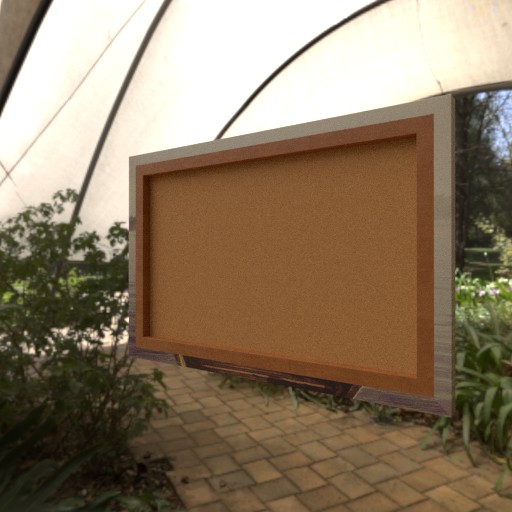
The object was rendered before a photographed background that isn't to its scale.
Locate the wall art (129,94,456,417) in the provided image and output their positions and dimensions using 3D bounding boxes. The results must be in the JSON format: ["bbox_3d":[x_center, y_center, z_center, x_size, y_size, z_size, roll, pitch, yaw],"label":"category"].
[{"bbox_3d":[0.000,0.000,1.106,0.916,0.609,0.037,0,0,34],"label":"wall art"}]
